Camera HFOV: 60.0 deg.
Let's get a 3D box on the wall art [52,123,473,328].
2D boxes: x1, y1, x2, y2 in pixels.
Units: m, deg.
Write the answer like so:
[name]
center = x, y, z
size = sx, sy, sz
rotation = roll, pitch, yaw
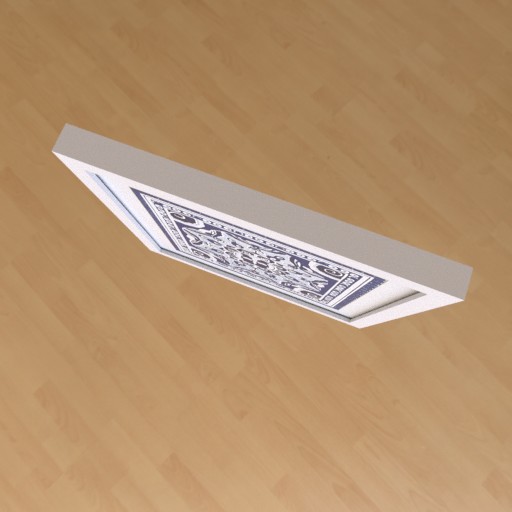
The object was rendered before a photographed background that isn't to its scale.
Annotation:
[wall art]
center = 0.000, 0.000, 0.532
size = 0.355, 0.355, 0.027
rotation = 20, 78, 4
